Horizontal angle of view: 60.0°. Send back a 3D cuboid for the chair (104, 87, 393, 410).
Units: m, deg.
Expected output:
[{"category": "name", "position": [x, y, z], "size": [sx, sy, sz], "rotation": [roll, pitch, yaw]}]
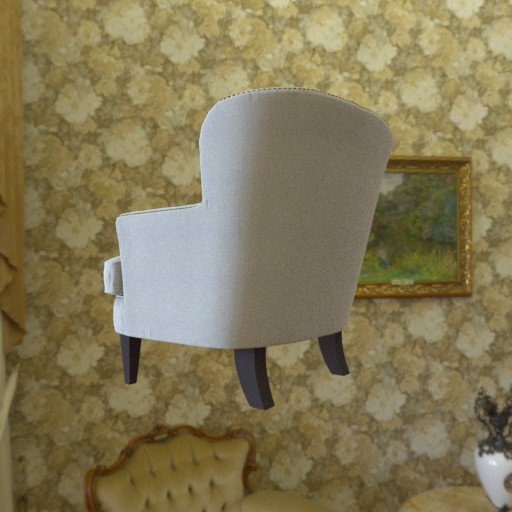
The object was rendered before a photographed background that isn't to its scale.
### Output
[{"category": "chair", "position": [0.000, 0.000, 1.579], "size": [0.906, 0.868, 0.848], "rotation": [-1, -2, 37]}]
